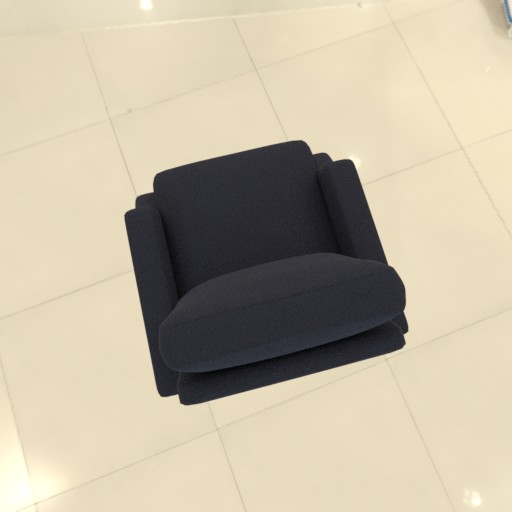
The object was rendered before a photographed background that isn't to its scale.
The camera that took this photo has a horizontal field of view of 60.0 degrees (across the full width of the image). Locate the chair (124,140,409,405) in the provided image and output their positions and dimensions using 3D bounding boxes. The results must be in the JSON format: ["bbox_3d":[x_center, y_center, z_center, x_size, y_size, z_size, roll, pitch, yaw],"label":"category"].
[{"bbox_3d":[0.000,0.000,1.659,0.855,0.991,0.897,-14,76,-3],"label":"chair"}]
